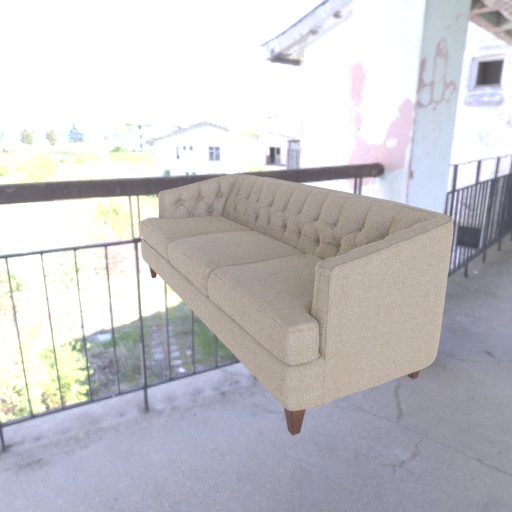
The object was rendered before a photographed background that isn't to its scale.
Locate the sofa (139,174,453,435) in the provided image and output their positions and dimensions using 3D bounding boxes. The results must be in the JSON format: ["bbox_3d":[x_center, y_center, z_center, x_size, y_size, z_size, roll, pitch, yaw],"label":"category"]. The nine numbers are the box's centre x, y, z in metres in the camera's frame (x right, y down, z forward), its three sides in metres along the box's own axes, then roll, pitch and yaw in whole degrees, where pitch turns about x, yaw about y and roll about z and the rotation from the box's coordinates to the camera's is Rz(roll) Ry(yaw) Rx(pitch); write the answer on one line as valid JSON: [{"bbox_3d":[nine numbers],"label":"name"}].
[{"bbox_3d":[0.000,0.000,2.665,0.913,0.788,2.235,-8,18,-26],"label":"sofa"}]
